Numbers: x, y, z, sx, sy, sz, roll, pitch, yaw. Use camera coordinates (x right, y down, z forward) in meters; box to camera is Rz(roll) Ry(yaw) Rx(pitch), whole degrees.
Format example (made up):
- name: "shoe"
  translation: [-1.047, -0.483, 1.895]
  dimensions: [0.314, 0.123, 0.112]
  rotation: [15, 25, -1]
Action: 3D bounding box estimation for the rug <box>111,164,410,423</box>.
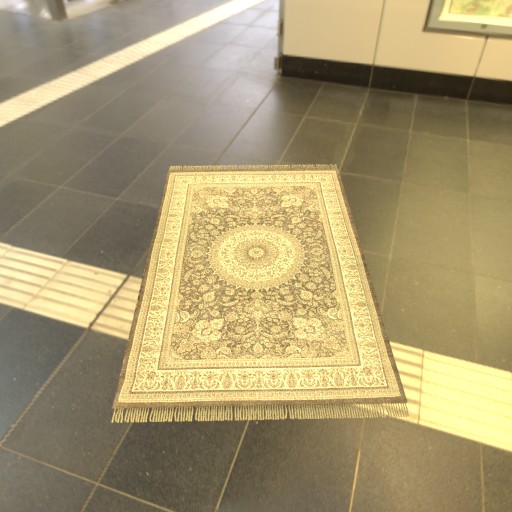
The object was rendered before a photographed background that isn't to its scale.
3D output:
- name: "rug"
  translation: [0.000, 0.000, 4.377]
  dimensions: [2.143, 0.015, 3.422]
  rotation: [-1, 42, -1]
